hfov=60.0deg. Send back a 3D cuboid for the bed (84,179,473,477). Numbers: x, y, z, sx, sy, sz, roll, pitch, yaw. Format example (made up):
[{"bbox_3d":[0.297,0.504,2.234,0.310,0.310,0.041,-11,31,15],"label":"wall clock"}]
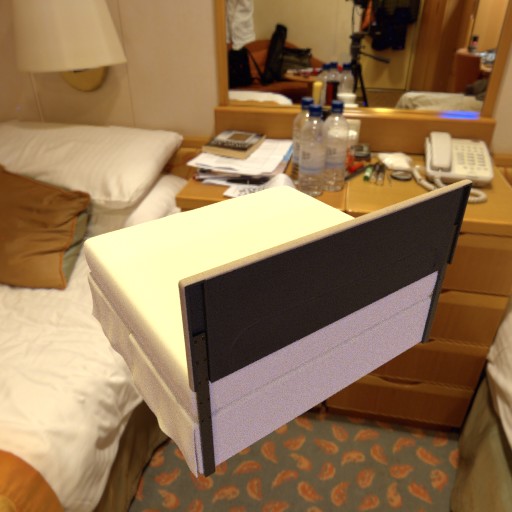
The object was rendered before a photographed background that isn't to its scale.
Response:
[{"bbox_3d":[0.000,0.000,3.351,2.170,1.346,1.914,-20,36,-30],"label":"bed"}]
